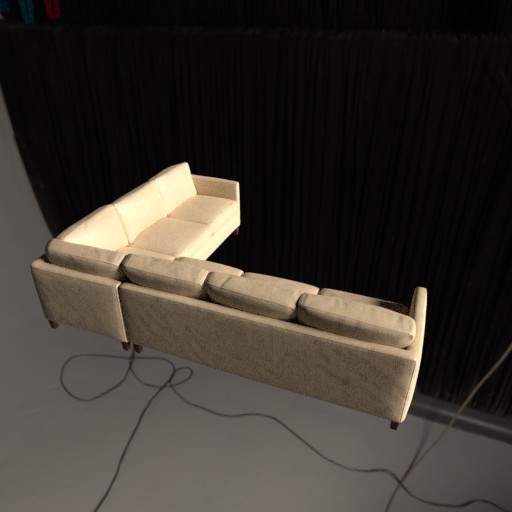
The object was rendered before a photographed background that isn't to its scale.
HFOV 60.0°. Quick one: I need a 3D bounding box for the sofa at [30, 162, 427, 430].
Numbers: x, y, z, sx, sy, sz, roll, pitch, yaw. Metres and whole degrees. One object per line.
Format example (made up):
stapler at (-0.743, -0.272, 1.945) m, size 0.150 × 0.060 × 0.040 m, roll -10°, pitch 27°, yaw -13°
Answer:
sofa at (0.000, 0.000, 4.493) m, size 3.302 × 0.947 × 2.593 m, roll 11°, pitch 32°, yaw 18°
